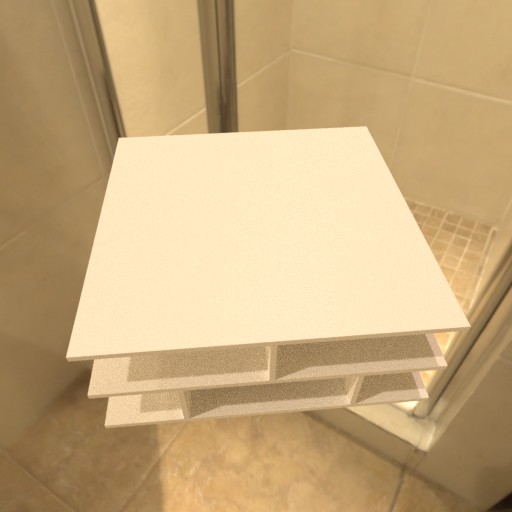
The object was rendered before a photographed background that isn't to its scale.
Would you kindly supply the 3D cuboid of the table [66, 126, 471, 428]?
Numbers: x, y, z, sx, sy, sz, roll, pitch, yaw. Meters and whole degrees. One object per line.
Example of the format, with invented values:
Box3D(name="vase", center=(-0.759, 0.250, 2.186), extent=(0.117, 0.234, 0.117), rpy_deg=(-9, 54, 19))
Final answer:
Box3D(name="table", center=(0.000, 0.000, 1.109), extent=(0.700, 0.289, 0.700), rpy_deg=(-4, 46, -4))
